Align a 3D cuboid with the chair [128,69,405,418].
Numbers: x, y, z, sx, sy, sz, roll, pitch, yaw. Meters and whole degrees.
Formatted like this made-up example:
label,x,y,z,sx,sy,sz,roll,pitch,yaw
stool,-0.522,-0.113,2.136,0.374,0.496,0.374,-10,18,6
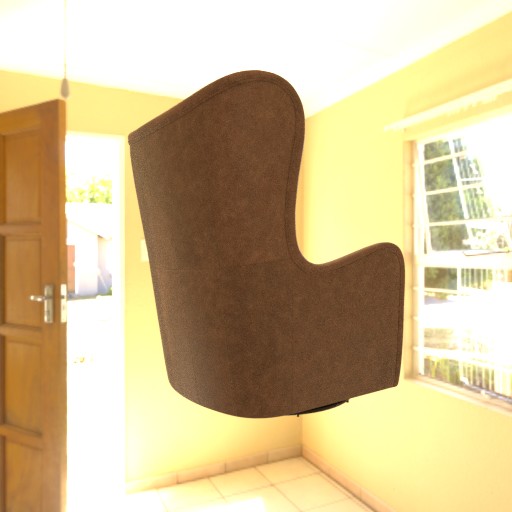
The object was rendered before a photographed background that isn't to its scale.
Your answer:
label,x,y,z,sx,sy,sz,roll,pitch,yaw
chair,0.000,0.000,1.751,0.930,1.079,0.831,0,0,-36
